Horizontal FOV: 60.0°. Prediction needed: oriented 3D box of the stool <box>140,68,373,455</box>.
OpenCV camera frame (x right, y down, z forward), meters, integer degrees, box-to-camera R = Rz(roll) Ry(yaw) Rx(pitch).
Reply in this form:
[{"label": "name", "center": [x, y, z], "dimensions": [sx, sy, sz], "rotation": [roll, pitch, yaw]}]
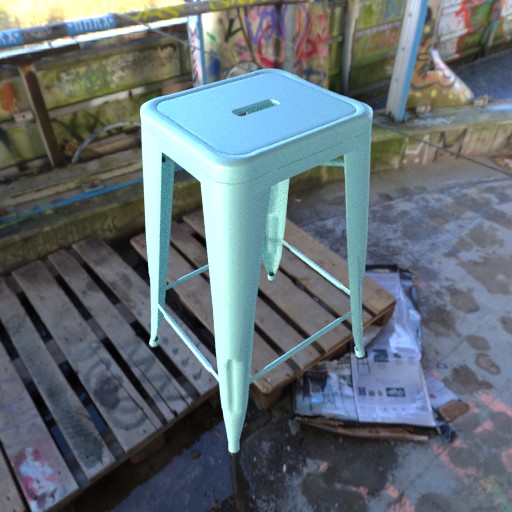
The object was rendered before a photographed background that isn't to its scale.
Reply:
[{"label": "stool", "center": [0.000, 0.000, 0.876], "dimensions": [0.399, 0.609, 0.359], "rotation": [-28, 48, -28]}]
